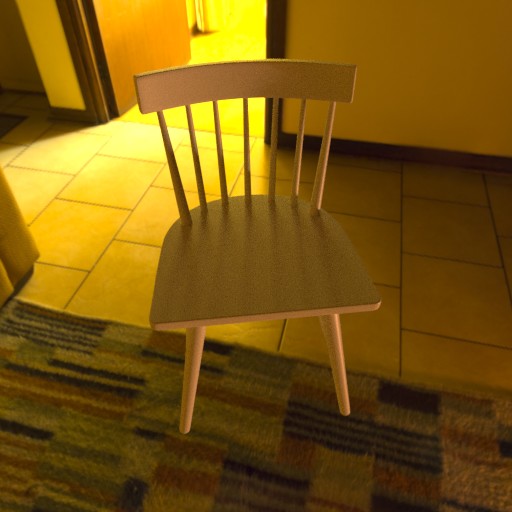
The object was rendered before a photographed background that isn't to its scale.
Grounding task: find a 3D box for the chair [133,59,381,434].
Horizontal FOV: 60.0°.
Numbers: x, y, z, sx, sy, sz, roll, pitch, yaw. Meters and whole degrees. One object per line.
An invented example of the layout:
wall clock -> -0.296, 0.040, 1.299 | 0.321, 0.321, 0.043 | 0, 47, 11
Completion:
chair -> 0.000, 0.000, 1.091 | 0.483, 0.787, 0.500 | -5, 45, -5
